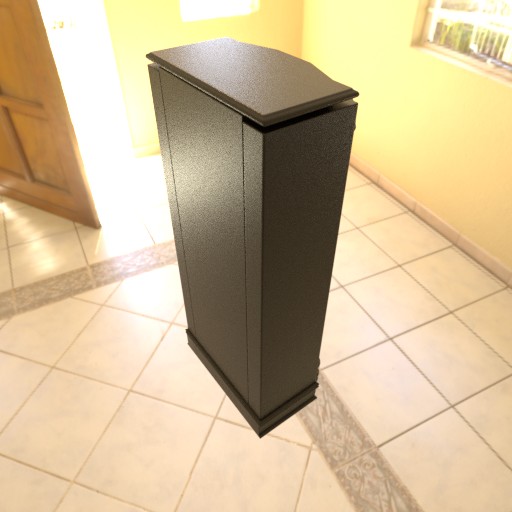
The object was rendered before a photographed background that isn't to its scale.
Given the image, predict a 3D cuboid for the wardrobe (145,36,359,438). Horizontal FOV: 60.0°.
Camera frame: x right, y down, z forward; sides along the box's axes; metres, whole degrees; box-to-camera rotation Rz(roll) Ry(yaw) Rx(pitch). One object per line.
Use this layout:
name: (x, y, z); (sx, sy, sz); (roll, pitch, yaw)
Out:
wardrobe: (0.000, 0.000, 1.217); (0.295, 1.011, 0.444); (-26, 47, -27)
